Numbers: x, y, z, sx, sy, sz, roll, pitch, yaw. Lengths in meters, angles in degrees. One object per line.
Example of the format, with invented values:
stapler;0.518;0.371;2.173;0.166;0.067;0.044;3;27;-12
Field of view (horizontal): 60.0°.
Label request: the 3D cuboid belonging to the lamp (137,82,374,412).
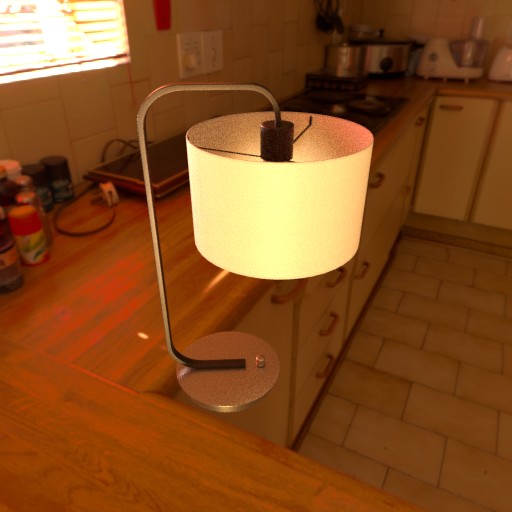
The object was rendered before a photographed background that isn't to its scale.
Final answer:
lamp;0.000;0.000;0.642;0.288;0.473;0.230;-1;31;-2
